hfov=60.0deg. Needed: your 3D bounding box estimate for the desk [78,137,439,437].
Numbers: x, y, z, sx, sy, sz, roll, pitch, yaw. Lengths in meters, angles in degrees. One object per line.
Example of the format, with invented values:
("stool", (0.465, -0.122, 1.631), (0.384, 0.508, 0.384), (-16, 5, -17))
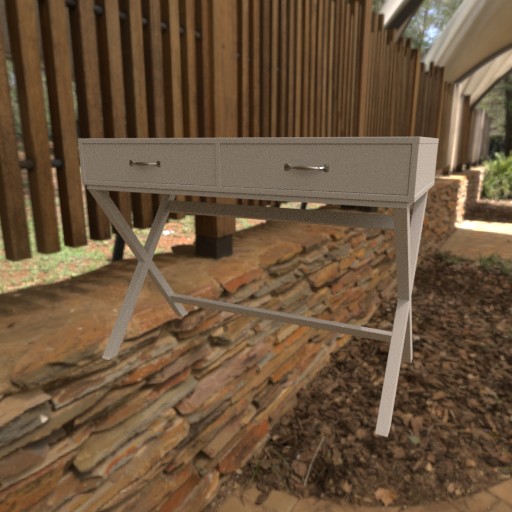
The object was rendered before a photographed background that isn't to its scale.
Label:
("desk", (0.000, 0.000, 1.525), (1.057, 0.780, 0.525), (7, 16, 25))
